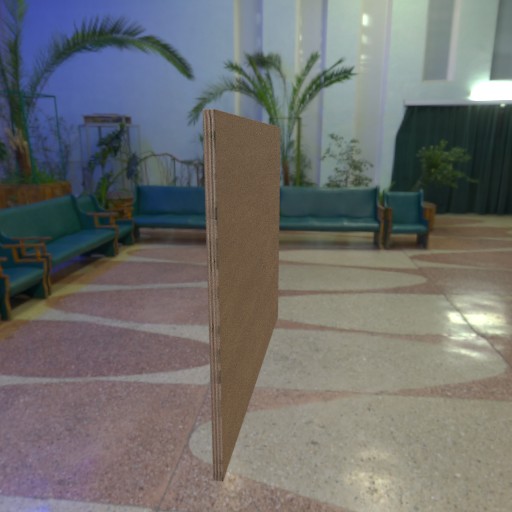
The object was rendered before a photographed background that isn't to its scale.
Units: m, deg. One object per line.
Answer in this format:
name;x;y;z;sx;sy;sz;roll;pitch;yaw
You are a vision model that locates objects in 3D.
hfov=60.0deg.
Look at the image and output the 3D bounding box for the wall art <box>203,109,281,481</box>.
wall art;0.000;0.000;0.703;0.012;0.408;0.508;2;15;10
